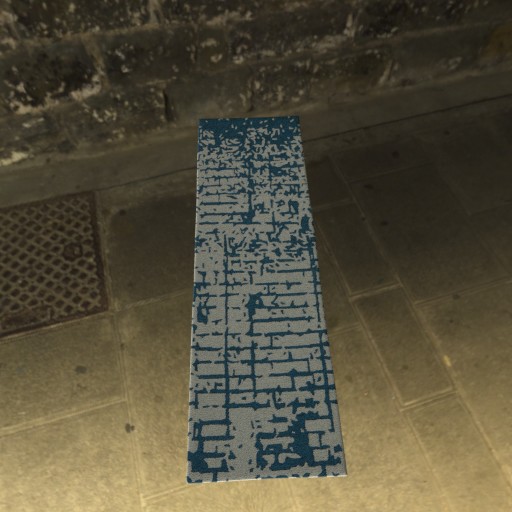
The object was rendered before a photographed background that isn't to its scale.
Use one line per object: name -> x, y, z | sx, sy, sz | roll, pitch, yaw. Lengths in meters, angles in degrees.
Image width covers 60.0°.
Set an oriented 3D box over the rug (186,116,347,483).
rug -> 0.000, 0.000, 2.690 | 0.750, 0.011, 2.435 | -2, 59, -1
